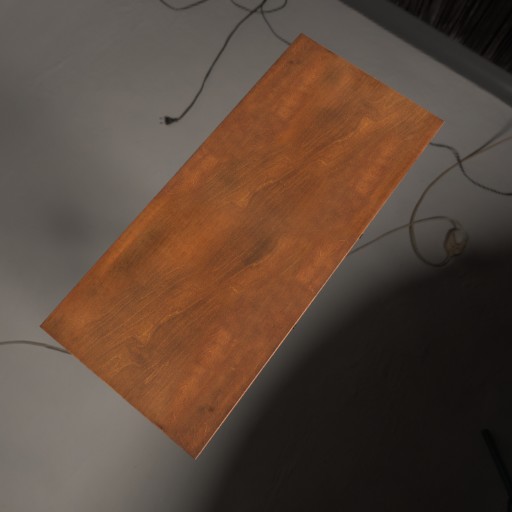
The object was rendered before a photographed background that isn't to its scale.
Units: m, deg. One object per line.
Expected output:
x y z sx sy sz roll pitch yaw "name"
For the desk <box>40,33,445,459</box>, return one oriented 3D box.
0.000 0.000 1.551 0.508 0.762 1.117 36 77 9 "desk"
